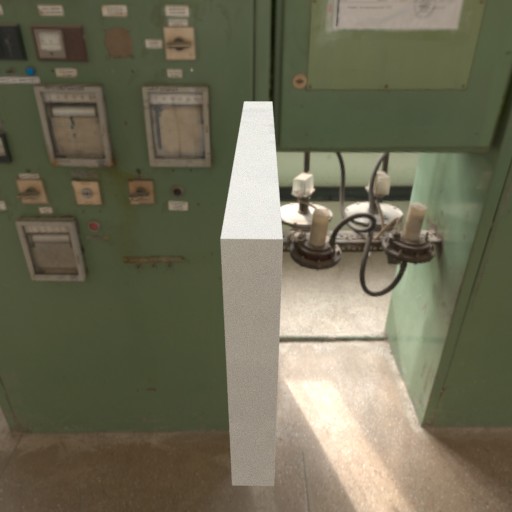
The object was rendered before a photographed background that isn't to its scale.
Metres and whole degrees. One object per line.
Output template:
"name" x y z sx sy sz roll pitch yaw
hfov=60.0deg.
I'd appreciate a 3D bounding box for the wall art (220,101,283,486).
"wall art" 0.000 0.000 0.497 0.038 0.254 0.381 0 31 1
